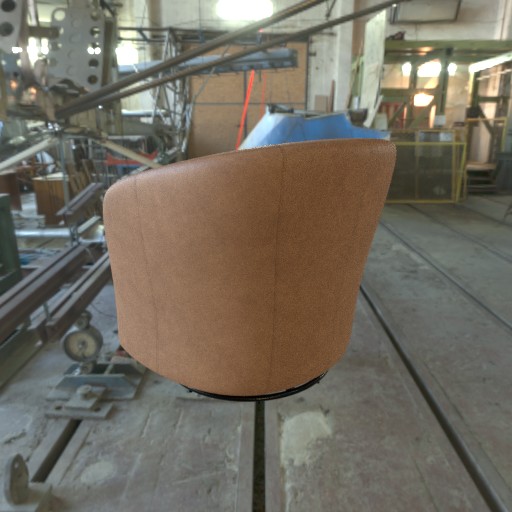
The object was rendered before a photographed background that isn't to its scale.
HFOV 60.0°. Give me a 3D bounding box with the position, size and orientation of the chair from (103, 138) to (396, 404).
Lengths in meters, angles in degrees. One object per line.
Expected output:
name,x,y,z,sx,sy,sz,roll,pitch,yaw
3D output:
chair,0.000,0.000,1.476,0.791,0.771,0.815,-15,22,-42
